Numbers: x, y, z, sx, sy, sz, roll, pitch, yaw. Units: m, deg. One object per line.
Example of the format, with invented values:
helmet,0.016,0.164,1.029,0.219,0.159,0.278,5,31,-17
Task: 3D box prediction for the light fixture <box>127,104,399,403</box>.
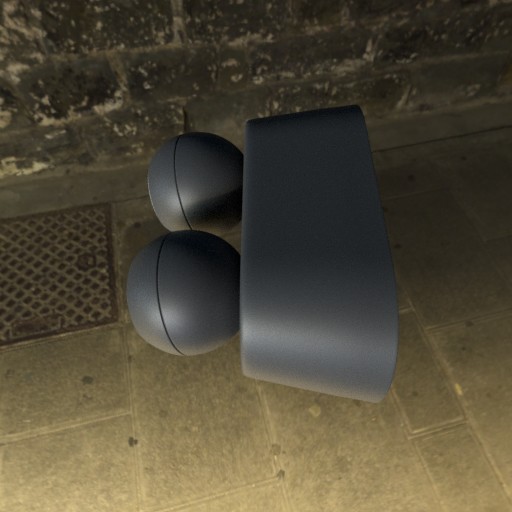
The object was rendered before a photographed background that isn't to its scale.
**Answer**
light fixture,0.000,0.000,0.342,0.159,0.159,0.229,0,56,0
